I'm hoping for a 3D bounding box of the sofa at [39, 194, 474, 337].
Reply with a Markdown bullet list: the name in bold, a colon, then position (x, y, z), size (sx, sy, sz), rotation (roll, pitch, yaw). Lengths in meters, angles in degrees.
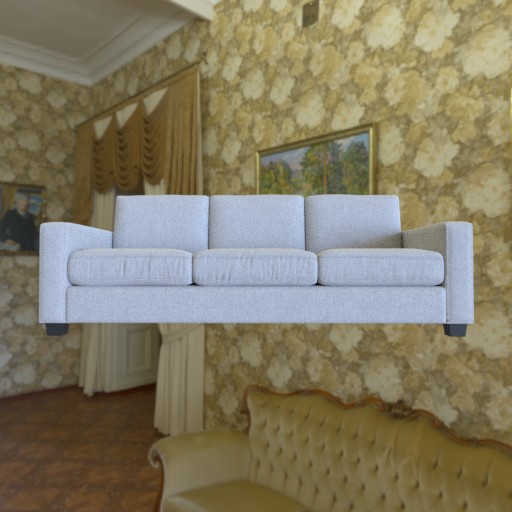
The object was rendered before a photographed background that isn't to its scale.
- **sofa**: position (0.000, 0.000, 2.584), size (2.120, 0.800, 0.900), rotation (0, -1, 1)
